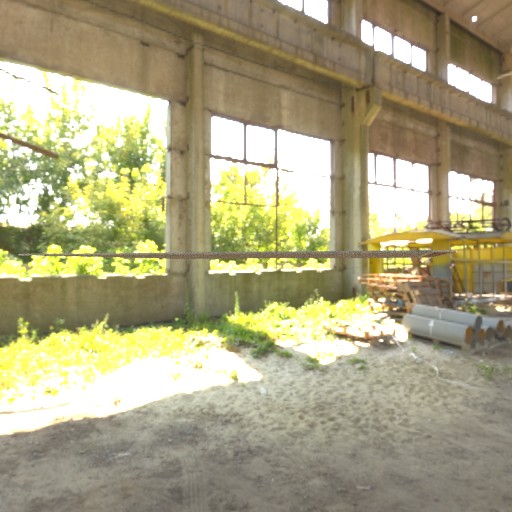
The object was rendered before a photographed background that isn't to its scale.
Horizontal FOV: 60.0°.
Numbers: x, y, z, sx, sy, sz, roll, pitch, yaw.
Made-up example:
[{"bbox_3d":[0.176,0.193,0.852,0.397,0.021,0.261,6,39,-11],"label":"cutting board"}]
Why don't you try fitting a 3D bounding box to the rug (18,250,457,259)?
[{"bbox_3d":[0.000,0.000,2.225,1.730,0.009,1.278,0,-1,18],"label":"rug"}]
